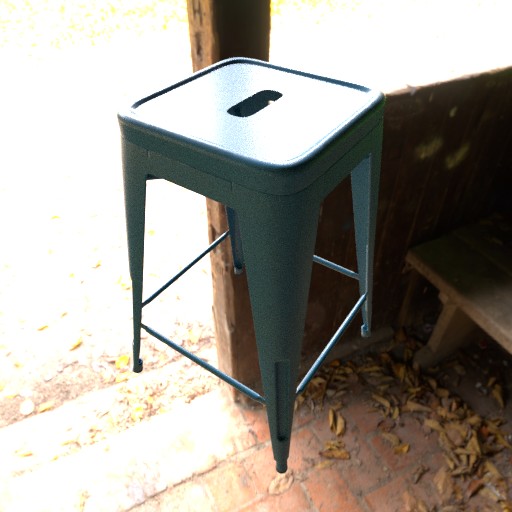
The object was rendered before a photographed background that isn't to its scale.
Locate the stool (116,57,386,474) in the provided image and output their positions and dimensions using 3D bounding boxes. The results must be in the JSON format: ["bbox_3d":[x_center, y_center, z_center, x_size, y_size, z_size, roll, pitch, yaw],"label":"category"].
[{"bbox_3d":[0.000,0.000,0.848,0.410,0.608,0.410,25,47,25],"label":"stool"}]
